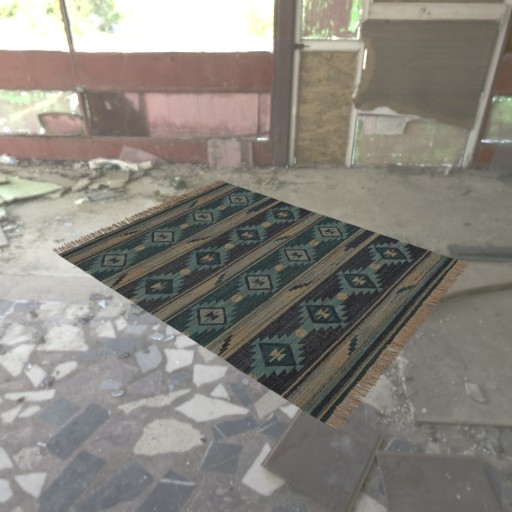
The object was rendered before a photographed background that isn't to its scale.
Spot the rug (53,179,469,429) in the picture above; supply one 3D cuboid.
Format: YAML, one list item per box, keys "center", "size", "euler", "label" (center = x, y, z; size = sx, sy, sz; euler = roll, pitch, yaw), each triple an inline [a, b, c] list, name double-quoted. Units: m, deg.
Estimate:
- center: [0.000, 0.000, 4.312]
  size: [3.307, 0.047, 2.418]
  euler: [24, 39, 33]
  label: "rug"
